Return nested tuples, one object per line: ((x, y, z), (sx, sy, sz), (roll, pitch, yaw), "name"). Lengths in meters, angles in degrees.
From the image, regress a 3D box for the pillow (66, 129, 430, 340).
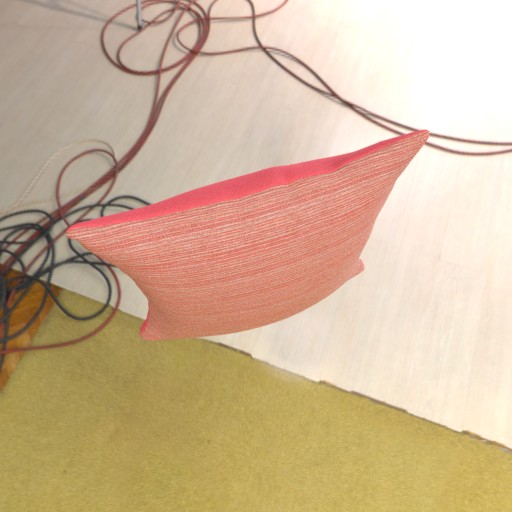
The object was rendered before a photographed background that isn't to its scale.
((0.000, 0.000, 0.837), (0.559, 0.501, 0.229), (-16, 65, -8), "pillow")
